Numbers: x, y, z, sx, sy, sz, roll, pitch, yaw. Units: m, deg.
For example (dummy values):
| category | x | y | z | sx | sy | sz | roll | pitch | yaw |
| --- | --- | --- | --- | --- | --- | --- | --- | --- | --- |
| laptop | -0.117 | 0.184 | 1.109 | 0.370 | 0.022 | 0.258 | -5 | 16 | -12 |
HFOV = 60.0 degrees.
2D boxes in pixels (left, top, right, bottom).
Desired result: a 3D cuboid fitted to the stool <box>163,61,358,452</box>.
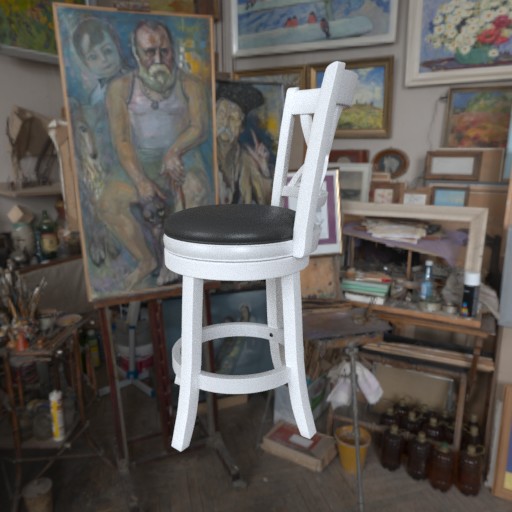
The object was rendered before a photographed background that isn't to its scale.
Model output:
| category | x | y | z | sx | sy | sz | roll | pitch | yaw |
| --- | --- | --- | --- | --- | --- | --- | --- | --- | --- |
| stool | 0.000 | 0.000 | 1.250 | 0.508 | 0.953 | 0.444 | -2 | 14 | -9 |
